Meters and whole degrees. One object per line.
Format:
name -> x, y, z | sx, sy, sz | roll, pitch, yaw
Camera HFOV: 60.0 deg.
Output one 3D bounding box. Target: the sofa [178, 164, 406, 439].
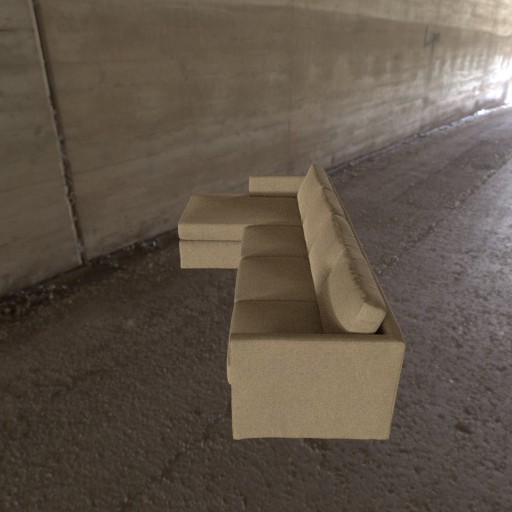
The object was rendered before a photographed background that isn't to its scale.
sofa -> 0.000, 0.000, 3.848 | 1.638, 0.920, 3.198 | 1, 26, 1
